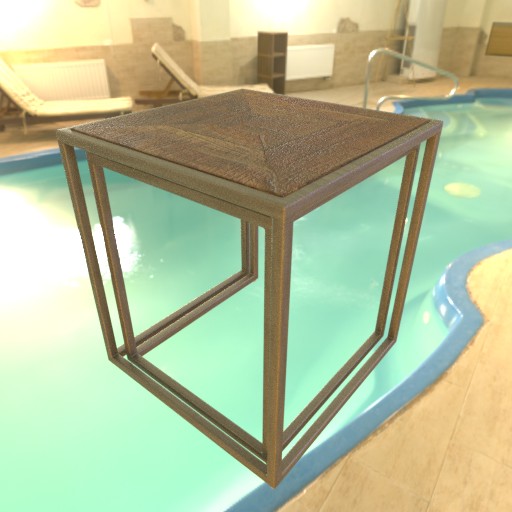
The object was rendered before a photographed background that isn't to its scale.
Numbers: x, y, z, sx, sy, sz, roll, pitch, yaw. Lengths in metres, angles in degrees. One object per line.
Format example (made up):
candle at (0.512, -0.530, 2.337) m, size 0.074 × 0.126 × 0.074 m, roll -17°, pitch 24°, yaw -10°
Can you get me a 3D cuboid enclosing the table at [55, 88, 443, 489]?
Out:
table at (0.000, 0.000, 0.848) m, size 0.450 × 0.500 × 0.449 m, roll 23°, pitch 38°, yaw 33°
